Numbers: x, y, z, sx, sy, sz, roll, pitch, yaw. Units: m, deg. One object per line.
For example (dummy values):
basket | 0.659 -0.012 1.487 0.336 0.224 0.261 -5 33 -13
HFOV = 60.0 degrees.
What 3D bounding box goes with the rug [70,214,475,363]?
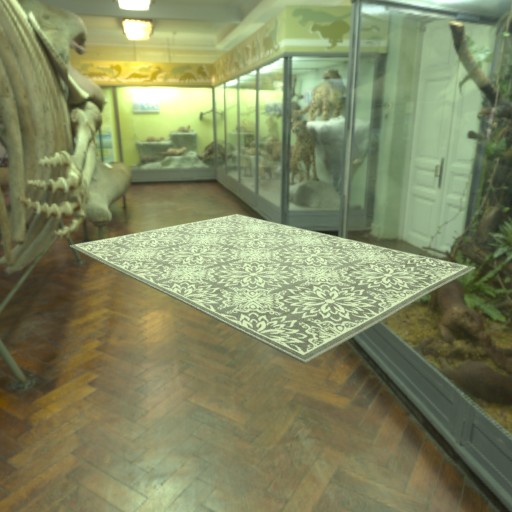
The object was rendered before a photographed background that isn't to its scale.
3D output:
rug | 0.000 0.000 2.951 1.608 0.014 2.213 -16 23 -41
